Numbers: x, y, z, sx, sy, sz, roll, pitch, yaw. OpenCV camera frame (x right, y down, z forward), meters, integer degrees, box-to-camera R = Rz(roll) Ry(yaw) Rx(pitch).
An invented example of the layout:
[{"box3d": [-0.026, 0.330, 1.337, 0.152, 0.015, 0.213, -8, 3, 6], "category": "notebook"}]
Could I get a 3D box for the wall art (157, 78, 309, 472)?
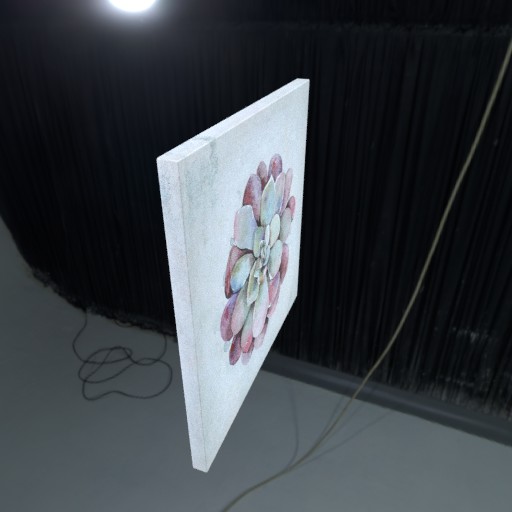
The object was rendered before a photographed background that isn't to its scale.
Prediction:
[{"box3d": [0.000, 0.000, 1.165, 0.041, 0.762, 0.762, 11, 33, 18], "category": "wall art"}]
